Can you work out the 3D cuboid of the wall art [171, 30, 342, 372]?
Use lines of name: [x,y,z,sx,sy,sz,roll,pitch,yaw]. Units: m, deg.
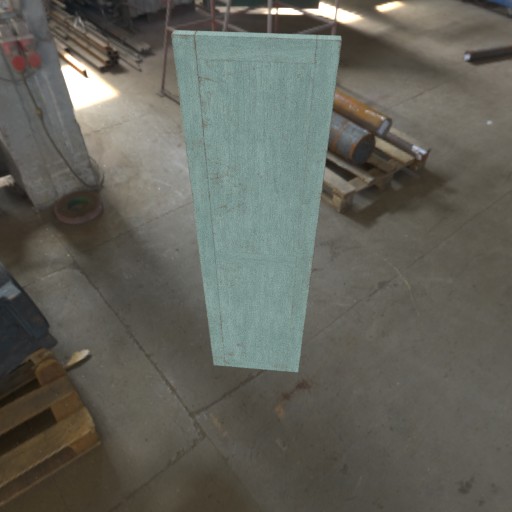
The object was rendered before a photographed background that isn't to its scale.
wall art: [0.000,0.000,1.293,0.329,1.219,0.025,4,45,4]
